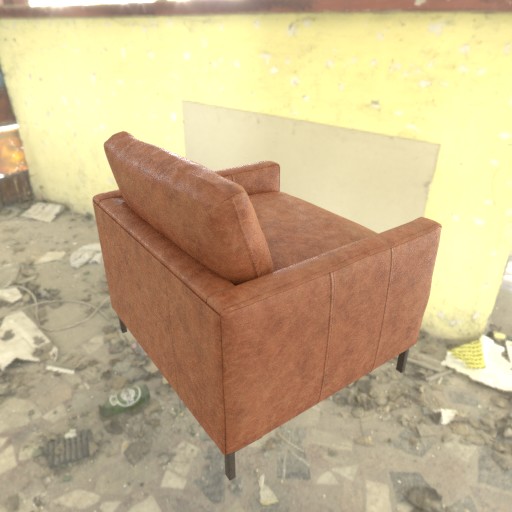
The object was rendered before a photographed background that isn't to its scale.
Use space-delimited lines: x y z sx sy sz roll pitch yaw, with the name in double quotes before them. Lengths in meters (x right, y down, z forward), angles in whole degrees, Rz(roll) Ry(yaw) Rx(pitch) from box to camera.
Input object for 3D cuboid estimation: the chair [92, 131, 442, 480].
"chair" 0.000 0.000 1.633 0.862 0.869 0.967 -18 33 -31
